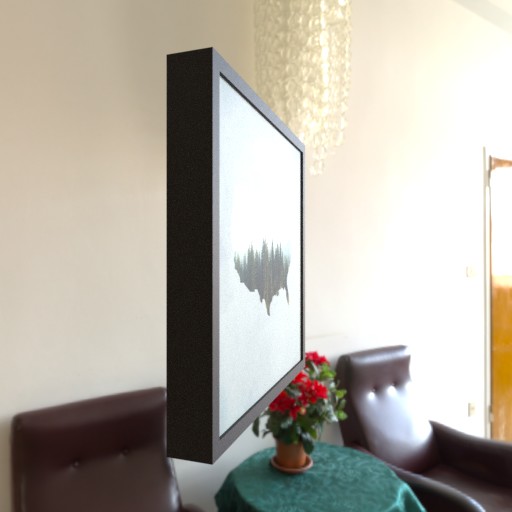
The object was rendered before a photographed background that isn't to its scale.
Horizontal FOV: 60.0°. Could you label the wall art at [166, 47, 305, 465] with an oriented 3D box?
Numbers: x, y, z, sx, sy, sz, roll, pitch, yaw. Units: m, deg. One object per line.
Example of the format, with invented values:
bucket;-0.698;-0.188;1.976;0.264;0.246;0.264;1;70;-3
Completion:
wall art;0.000;0.000;0.472;0.038;0.304;0.304;0;0;19
